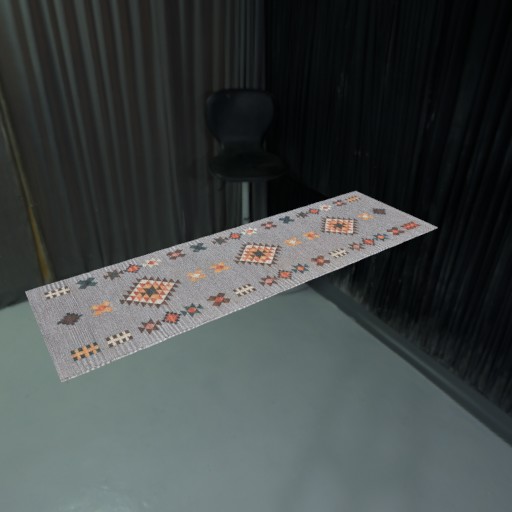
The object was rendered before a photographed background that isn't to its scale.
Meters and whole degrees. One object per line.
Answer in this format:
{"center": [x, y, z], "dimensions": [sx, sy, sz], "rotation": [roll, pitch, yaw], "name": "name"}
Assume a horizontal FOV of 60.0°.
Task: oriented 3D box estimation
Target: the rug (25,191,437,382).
{"center": [0.000, 0.000, 2.661], "dimensions": [2.432, 0.008, 0.766], "rotation": [-19, 36, -29], "name": "rug"}
